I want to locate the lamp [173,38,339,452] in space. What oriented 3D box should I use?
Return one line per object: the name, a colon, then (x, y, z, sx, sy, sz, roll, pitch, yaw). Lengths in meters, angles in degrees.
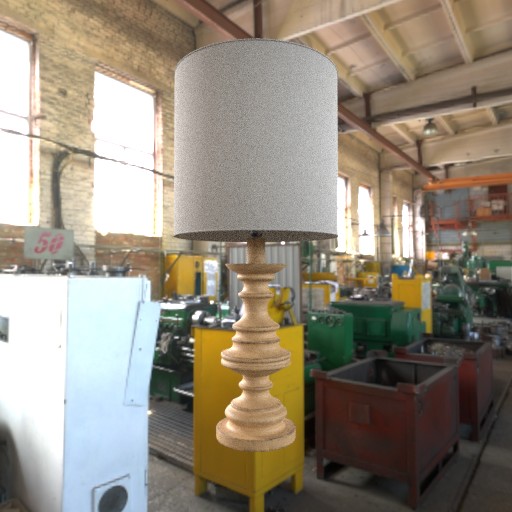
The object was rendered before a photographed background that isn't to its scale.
lamp: (0.000, 0.000, 0.567, 0.208, 0.455, 0.208, 0, -2, 1)
